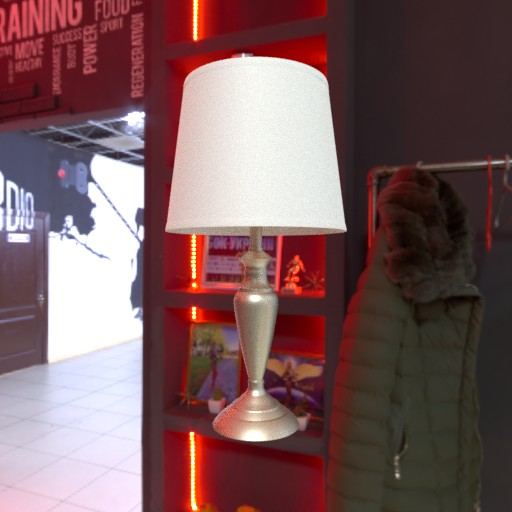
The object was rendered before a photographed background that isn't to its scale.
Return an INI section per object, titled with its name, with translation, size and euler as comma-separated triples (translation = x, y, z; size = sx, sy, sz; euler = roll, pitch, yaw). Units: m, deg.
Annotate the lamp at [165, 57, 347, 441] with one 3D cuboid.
[lamp]
translation = 0.000, 0.000, 0.819
size = 0.328, 0.619, 0.328
euler = 0, 0, 0
